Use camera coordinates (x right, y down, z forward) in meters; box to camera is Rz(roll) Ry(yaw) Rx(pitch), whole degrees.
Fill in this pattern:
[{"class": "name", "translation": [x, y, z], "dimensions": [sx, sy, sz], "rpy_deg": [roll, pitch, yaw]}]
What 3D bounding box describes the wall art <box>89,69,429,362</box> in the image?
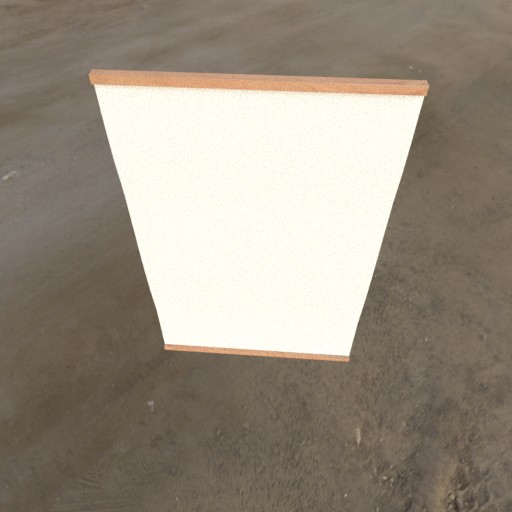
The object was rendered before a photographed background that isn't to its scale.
[{"class": "wall art", "translation": [0.000, 0.000, 0.619], "dimensions": [0.332, 0.508, 0.012], "rpy_deg": [3, 47, 3]}]
